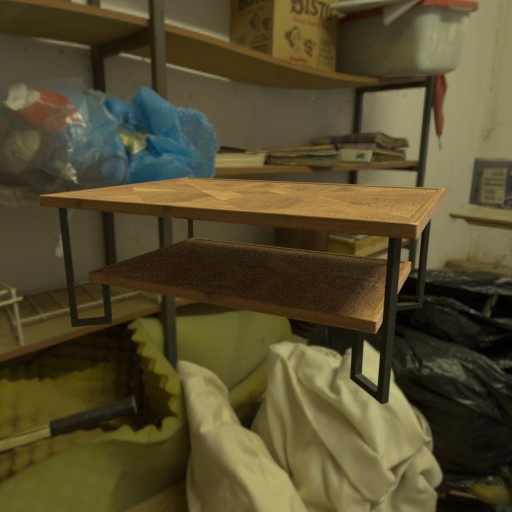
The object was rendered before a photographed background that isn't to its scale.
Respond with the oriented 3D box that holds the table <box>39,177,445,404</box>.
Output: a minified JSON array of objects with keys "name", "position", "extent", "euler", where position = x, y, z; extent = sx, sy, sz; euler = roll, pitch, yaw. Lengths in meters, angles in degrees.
[{"name":"table","position":[0.000,0.000,1.697],"extent":[1.238,0.492,0.877],"euler":[7,16,25]}]
